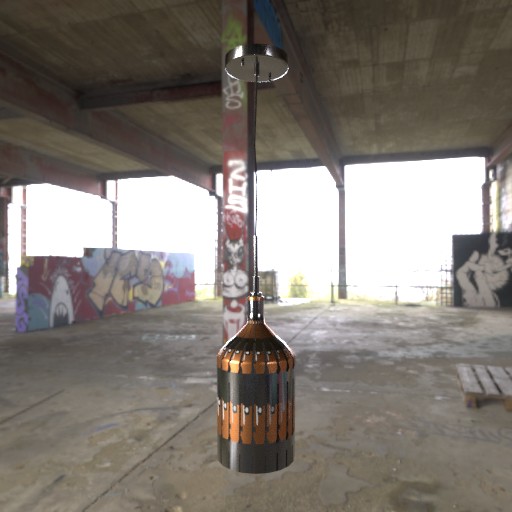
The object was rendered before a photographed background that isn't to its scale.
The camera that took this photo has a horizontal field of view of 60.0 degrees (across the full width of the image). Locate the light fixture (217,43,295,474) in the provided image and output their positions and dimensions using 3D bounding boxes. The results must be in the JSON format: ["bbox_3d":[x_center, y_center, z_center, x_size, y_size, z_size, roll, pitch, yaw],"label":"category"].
[{"bbox_3d":[0.000,0.000,1.716,0.303,1.535,0.303,0,-1,0],"label":"light fixture"}]
